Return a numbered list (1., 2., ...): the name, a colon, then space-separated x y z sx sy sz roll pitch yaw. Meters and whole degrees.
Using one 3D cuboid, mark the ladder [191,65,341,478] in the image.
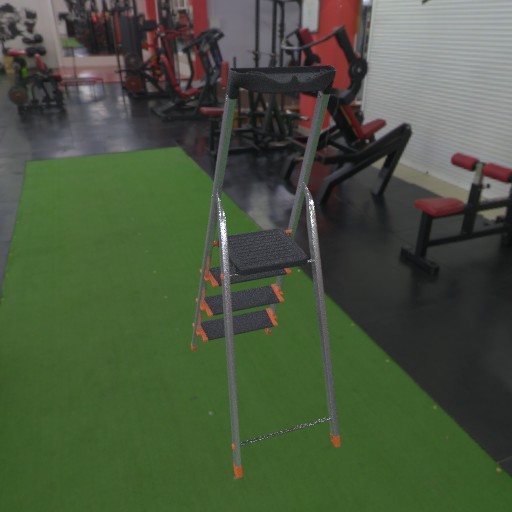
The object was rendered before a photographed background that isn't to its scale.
1. ladder: 0.000 0.000 1.775 0.452 1.429 0.834 -9 29 -17
